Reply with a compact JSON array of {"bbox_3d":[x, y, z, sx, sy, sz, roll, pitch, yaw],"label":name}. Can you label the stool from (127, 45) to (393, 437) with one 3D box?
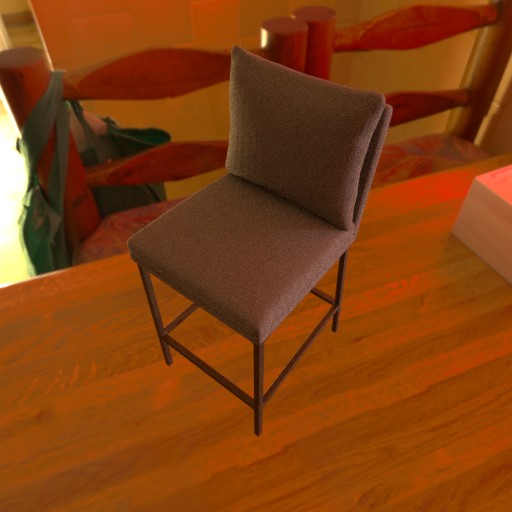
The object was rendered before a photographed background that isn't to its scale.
[{"bbox_3d":[0.000,0.000,1.349,0.463,1.031,0.569,30,54,25],"label":"stool"}]
